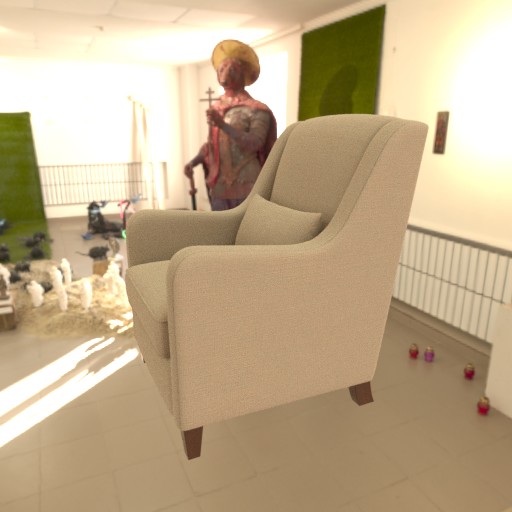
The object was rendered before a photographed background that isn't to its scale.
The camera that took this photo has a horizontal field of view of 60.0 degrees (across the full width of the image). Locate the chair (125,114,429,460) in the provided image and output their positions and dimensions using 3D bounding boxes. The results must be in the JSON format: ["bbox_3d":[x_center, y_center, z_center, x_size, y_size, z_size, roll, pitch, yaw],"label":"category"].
[{"bbox_3d":[0.000,0.000,1.654,0.896,1.017,0.715,-8,18,-24],"label":"chair"}]
